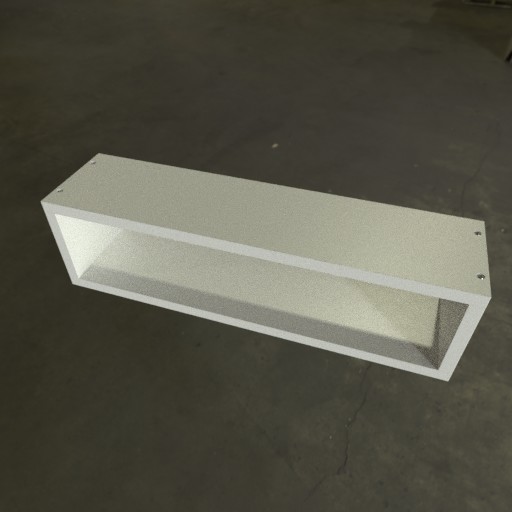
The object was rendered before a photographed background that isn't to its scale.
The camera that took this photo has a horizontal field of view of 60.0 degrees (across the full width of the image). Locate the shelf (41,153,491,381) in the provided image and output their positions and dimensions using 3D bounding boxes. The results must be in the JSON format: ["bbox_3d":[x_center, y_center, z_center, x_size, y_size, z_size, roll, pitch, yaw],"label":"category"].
[{"bbox_3d":[0.000,0.000,0.682,0.610,0.170,0.150,12,43,13],"label":"shelf"}]
